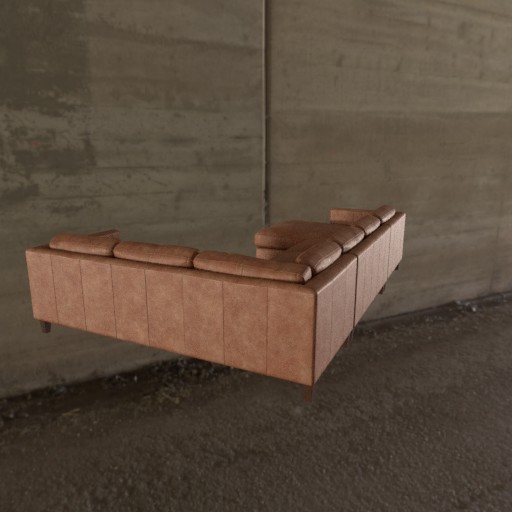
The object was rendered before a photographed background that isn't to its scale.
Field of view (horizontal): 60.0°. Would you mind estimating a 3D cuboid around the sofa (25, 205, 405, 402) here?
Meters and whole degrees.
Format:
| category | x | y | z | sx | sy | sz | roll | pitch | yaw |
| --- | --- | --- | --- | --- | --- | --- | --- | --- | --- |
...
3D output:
| category | x | y | z | sx | sy | sz | roll | pitch | yaw |
| --- | --- | --- | --- | --- | --- | --- | --- | --- | --- |
| sofa | 0.000 | 0.000 | 4.543 | 2.430 | 0.832 | 3.401 | 7 | 15 | 25 |
